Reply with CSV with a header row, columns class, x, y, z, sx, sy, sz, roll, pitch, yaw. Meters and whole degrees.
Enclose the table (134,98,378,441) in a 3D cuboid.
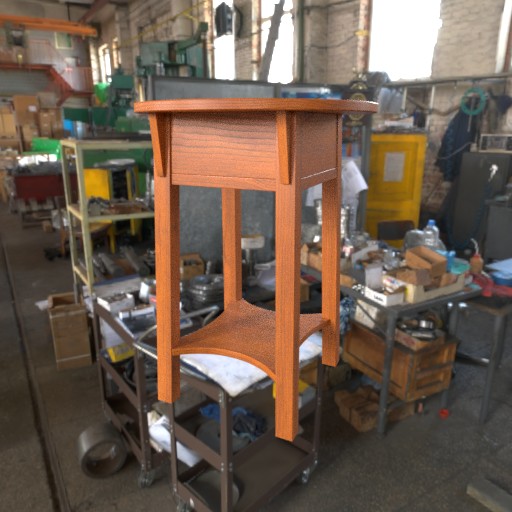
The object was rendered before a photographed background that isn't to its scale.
class,x,y,z,sx,sy,sz,roll,pitch,yaw
table,0.000,0.000,0.943,0.457,0.610,0.457,0,17,0
